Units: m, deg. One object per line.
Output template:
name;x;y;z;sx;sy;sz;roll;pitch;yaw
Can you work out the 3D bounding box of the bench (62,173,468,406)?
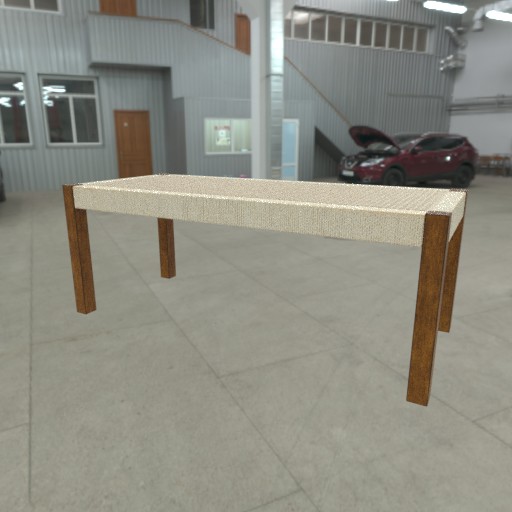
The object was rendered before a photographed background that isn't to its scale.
bench;0.000;0.000;1.476;1.198;0.457;0.507;8;17;28
